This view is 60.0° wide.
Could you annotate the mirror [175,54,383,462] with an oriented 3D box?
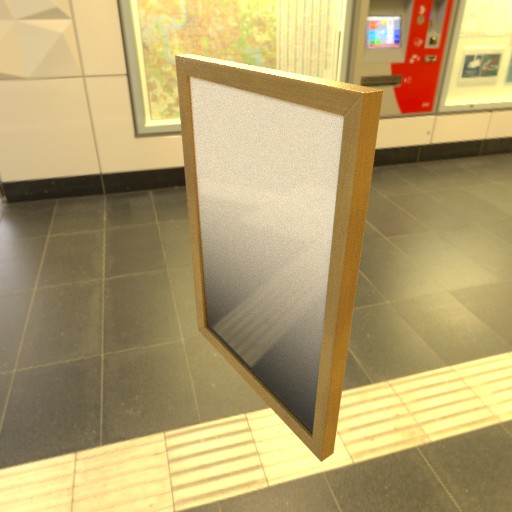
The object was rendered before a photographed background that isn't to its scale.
[{"bbox_3d":[0.000,0.000,0.904,0.040,0.710,0.507,-20,36,-30],"label":"mirror"}]
